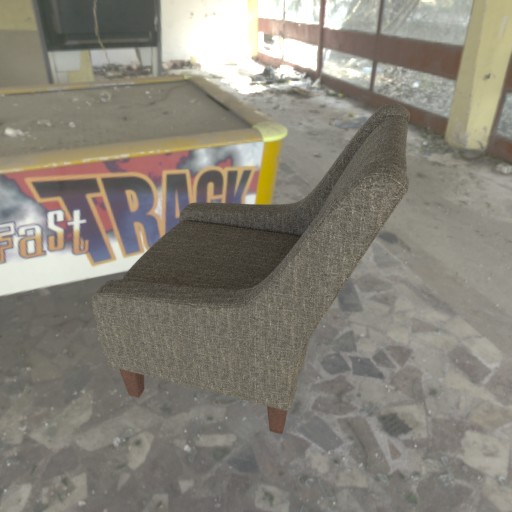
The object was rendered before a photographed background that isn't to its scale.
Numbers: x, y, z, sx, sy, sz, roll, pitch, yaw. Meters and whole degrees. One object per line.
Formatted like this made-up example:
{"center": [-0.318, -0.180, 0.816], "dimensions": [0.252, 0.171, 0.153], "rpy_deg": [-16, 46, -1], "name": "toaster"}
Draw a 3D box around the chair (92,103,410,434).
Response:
{"center": [0.000, 0.000, 1.664], "dimensions": [0.944, 1.012, 0.793], "rpy_deg": [9, 32, 14], "name": "chair"}
